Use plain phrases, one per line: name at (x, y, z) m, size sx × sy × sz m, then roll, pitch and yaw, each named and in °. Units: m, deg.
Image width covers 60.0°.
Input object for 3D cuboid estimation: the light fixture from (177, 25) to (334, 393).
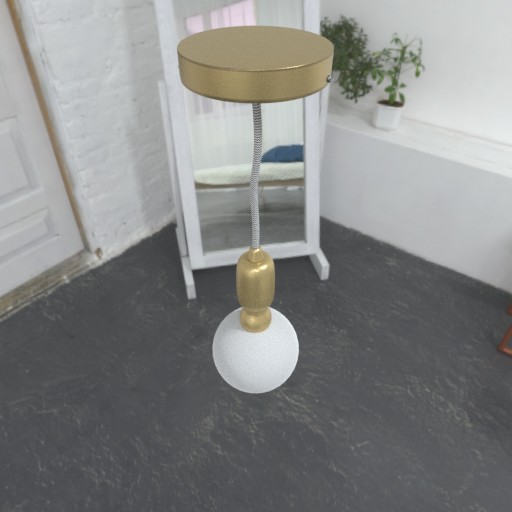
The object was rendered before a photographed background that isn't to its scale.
light fixture at (0.000, 0.000, 0.572) m, size 0.147 × 0.510 × 0.146 m, roll 10°, pitch 41°, yaw 12°
